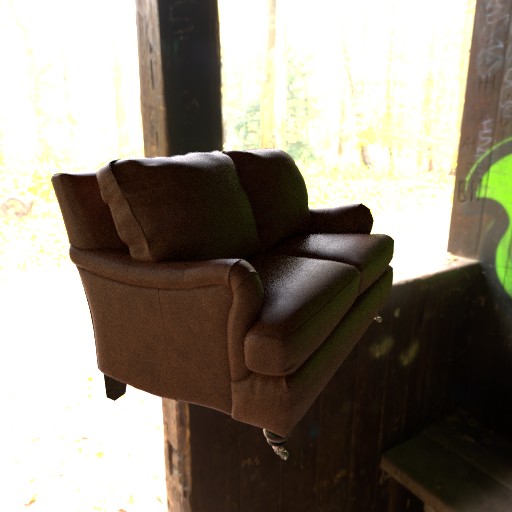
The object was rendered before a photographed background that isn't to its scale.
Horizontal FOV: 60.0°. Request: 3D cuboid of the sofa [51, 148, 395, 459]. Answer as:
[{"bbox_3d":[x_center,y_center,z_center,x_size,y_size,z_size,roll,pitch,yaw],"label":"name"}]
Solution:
[{"bbox_3d":[0.000,0.000,2.174,1.077,1.004,1.527,8,17,28],"label":"sofa"}]
